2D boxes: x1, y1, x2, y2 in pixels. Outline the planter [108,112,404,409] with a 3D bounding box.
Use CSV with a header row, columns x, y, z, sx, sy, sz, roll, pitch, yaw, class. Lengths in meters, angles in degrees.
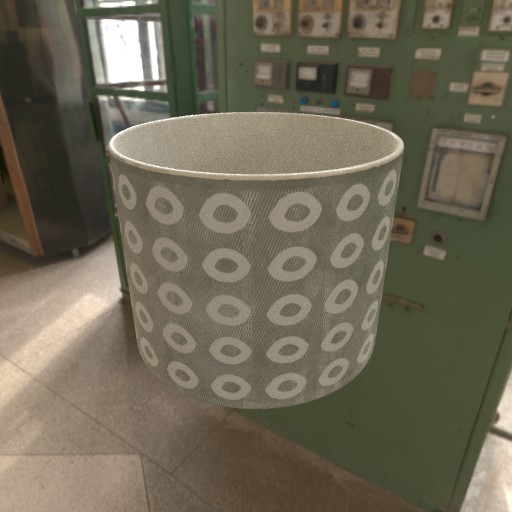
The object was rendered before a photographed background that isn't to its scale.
x,y,z,sx,sy,sz,roll,pitch,yaw,class
0.000,0.000,0.337,0.190,0.181,0.190,0,27,0,planter
